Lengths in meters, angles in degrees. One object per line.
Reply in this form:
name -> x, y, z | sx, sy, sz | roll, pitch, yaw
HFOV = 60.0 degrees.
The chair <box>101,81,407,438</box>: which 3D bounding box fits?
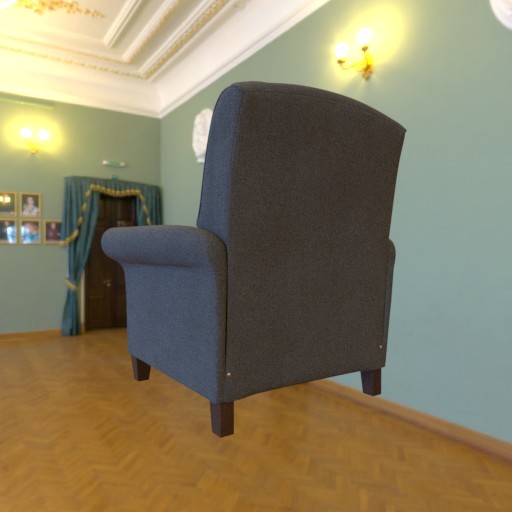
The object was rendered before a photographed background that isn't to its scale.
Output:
chair -> 0.000, 0.000, 1.770 | 0.978, 1.061, 0.905 | 0, 0, -35
